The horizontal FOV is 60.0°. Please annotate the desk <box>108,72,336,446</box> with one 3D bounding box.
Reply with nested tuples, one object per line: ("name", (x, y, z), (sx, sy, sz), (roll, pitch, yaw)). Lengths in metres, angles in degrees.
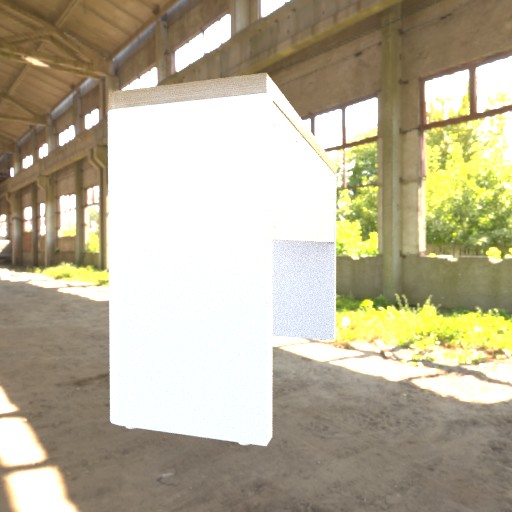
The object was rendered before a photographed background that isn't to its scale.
("desk", (0.000, 0.000, 1.476), (0.390, 0.760, 1.100), (0, 1, 17))
